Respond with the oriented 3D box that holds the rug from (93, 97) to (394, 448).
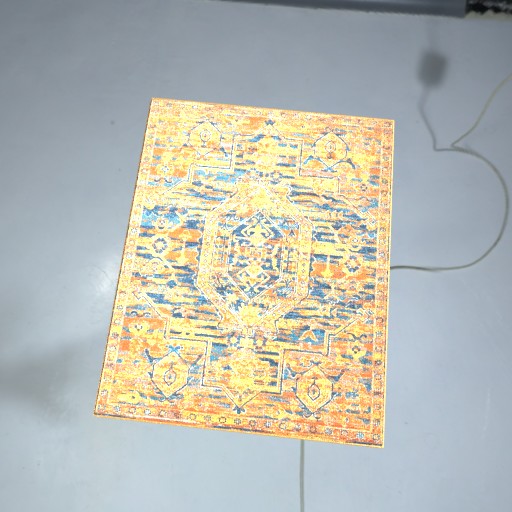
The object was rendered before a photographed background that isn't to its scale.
[{"bbox_3d":[0.000,0.000,4.051,2.435,0.031,3.040,6,76,1],"label":"rug"}]
